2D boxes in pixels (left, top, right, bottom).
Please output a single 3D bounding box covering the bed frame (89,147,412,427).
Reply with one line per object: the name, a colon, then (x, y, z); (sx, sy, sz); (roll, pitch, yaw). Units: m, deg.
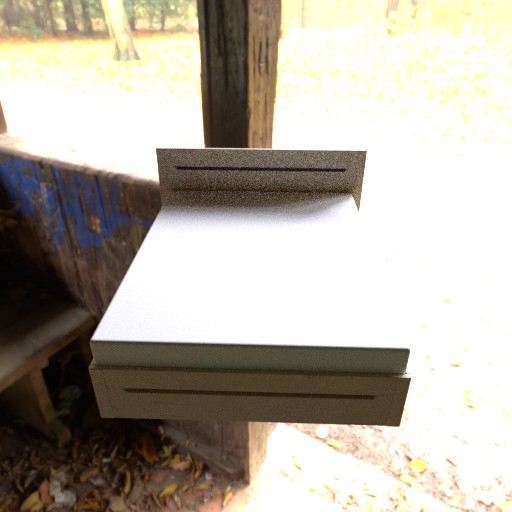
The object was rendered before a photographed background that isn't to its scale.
bed frame: (0.000, 0.000, 3.103); (1.800, 0.900, 2.080); (1, 30, 2)
